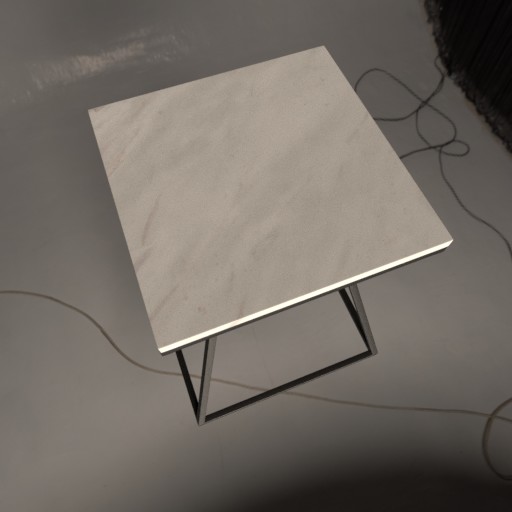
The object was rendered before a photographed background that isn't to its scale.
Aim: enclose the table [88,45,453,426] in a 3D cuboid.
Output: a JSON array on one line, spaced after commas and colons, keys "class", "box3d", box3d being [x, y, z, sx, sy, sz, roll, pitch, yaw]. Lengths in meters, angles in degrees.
[{"class": "table", "box3d": [0.000, 0.000, 0.887, 0.455, 0.559, 0.455, -19, 65, -9]}]
